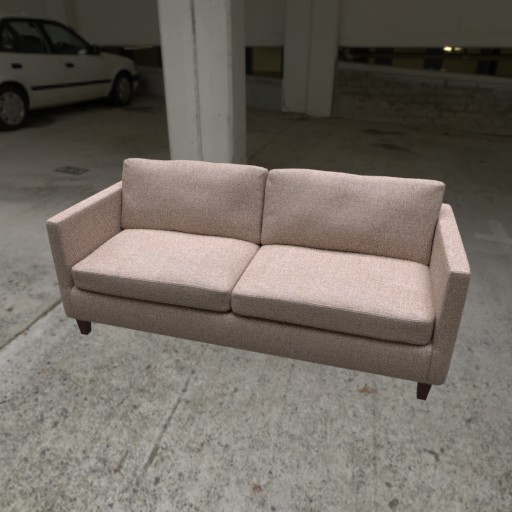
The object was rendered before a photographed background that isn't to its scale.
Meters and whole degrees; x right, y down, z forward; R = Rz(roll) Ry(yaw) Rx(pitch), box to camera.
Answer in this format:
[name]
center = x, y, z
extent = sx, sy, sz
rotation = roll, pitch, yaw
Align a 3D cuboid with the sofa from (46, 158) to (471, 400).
[sofa]
center = 0.000, 0.000, 2.673
extent = 2.208, 0.965, 0.951
rotation = 7, 27, 14
